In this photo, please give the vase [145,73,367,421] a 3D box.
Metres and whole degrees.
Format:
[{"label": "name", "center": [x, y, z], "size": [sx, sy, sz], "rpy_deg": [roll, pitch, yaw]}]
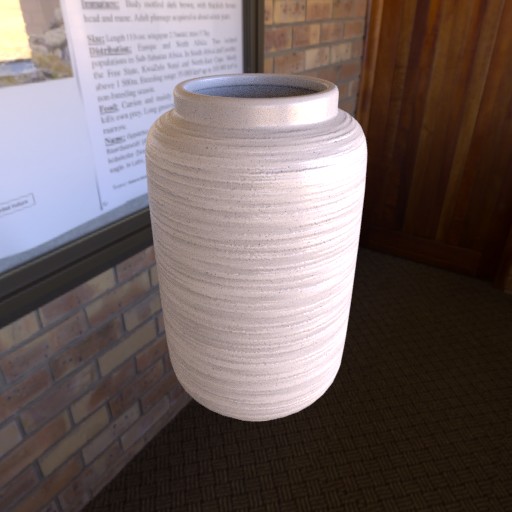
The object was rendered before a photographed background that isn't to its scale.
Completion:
[{"label": "vase", "center": [0.000, 0.000, 0.459], "size": [0.202, 0.335, 0.202], "rpy_deg": [0, 30, 0]}]
